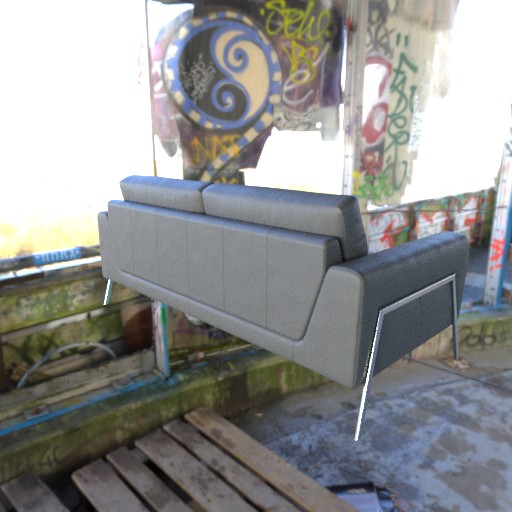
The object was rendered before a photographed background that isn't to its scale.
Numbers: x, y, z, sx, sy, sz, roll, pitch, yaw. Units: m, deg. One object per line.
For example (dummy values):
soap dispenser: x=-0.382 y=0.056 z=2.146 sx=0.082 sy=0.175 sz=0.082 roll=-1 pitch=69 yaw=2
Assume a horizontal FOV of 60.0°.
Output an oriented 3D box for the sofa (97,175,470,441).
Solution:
sofa: x=0.000 y=0.000 z=2.536 sx=0.953 sy=0.875 sz=2.017 roll=-13 pitch=19 yaw=-43
